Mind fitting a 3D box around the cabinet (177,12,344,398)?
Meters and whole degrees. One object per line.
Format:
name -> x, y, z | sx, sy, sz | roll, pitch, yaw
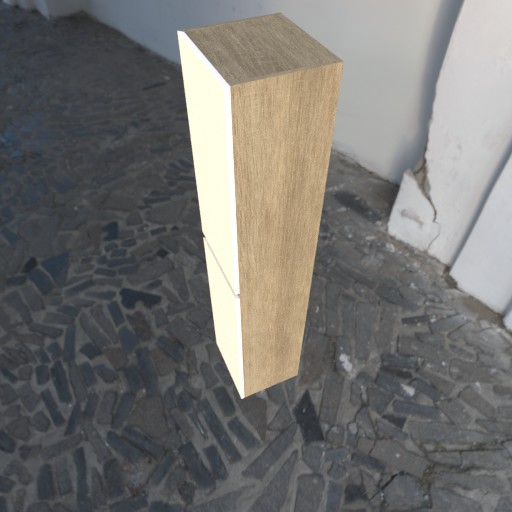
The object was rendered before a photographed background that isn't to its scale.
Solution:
cabinet -> 0.000, 0.000, 1.505 | 0.270, 1.400, 0.300 | -19, 51, -16
